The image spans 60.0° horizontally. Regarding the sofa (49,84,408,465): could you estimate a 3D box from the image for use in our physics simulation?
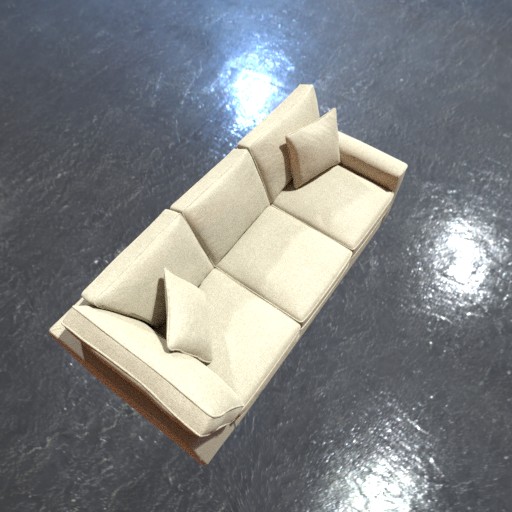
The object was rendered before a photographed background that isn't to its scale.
[{"bbox_3d":[0.000,0.000,2.892,1.053,0.948,2.323,32,63,18],"label":"sofa"}]
